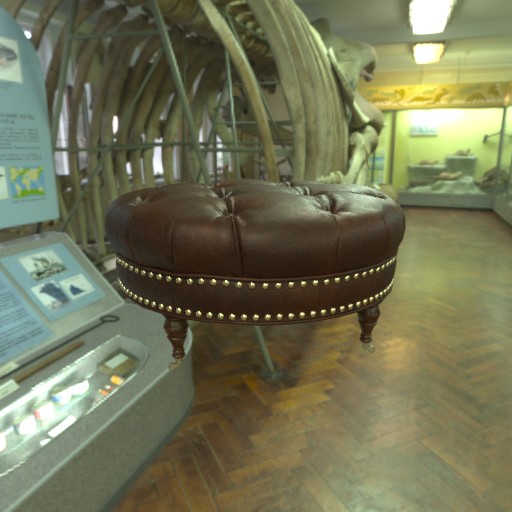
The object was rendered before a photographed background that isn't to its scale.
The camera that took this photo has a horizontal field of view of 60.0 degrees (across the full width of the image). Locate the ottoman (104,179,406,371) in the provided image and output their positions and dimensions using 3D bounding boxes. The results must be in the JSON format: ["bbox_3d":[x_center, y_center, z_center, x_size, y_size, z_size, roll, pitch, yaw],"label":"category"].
[{"bbox_3d":[0.000,0.000,1.414,0.901,0.455,0.901,0,14,0],"label":"ottoman"}]
